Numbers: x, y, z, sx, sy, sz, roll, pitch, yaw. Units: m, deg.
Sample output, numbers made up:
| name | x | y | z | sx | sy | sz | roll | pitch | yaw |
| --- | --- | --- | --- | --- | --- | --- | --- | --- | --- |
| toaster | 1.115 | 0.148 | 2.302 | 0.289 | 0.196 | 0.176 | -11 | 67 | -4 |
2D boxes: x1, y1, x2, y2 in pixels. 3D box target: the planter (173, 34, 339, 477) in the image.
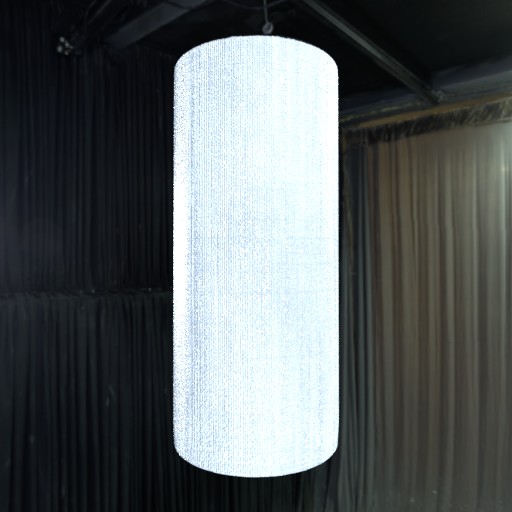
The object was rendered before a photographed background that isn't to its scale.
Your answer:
| name | x | y | z | sx | sy | sz | roll | pitch | yaw |
| --- | --- | --- | --- | --- | --- | --- | --- | --- | --- |
| planter | 0.000 | 0.000 | 0.124 | 0.045 | 0.103 | 0.045 | -1 | -1 | 37 |
